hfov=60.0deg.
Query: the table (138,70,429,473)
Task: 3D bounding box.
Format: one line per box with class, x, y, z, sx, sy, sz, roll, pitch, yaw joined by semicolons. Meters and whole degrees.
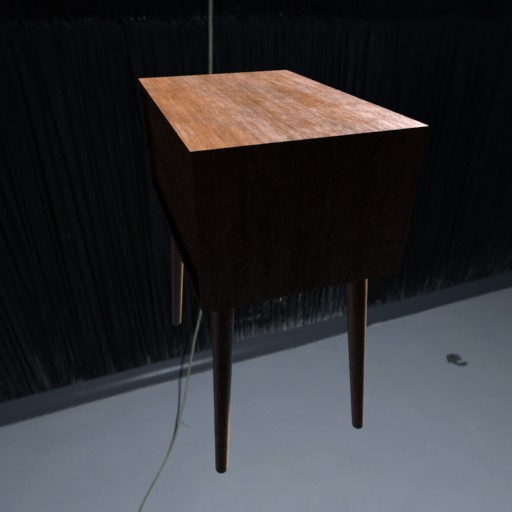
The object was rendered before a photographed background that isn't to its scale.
table;0.000;0.000;0.842;0.307;0.580;0.454;-10;33;-17
